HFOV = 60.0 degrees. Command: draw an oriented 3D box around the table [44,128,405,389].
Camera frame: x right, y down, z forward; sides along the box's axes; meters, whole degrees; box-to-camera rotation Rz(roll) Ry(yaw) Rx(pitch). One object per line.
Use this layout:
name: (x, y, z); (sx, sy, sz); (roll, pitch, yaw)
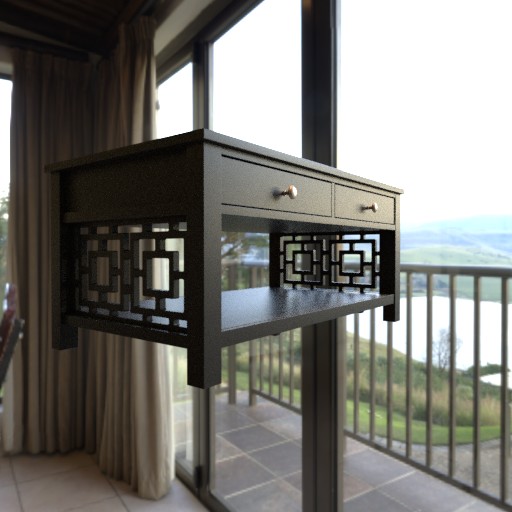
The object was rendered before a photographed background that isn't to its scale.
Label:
table: (0.000, 0.000, 1.426); (0.612, 0.493, 1.068); (1, 1, 38)
